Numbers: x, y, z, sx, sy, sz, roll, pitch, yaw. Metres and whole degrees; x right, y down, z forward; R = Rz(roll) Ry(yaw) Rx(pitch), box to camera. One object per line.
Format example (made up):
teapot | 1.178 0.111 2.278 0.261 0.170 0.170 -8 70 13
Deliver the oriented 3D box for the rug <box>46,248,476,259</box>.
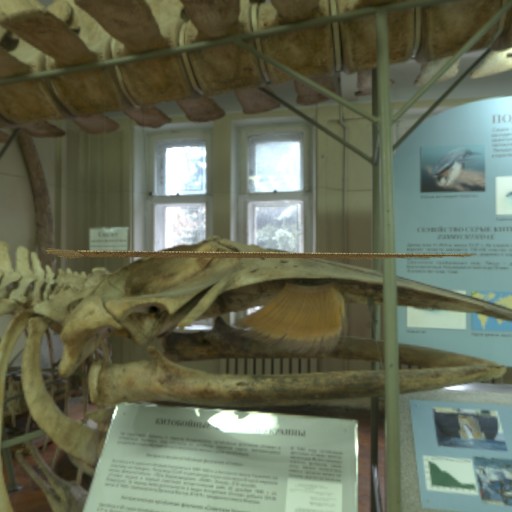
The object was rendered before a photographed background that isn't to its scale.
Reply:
rug | 0.000 0.000 2.546 2.085 0.027 1.224 0 -1 -19
